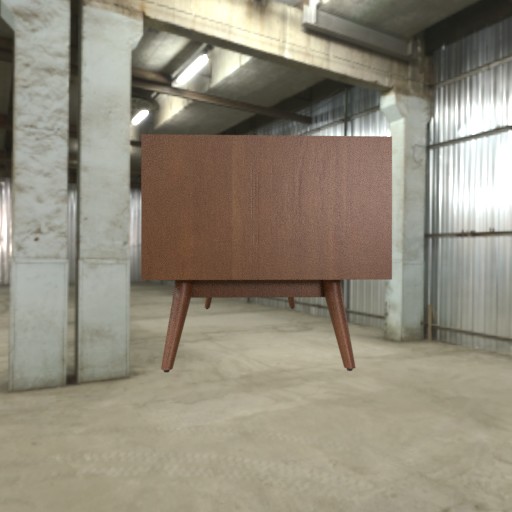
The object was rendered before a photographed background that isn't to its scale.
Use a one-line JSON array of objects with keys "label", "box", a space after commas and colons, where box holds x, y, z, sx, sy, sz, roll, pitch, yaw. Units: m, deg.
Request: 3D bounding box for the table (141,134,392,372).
[{"label": "table", "box": [0.000, 0.000, 1.406, 0.490, 0.464, 1.119, 0, 0, -2]}]
